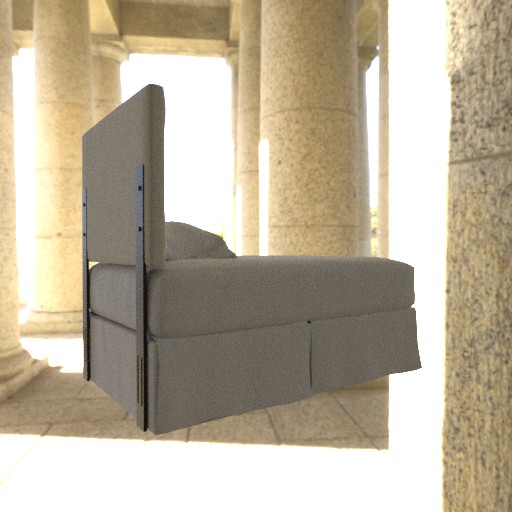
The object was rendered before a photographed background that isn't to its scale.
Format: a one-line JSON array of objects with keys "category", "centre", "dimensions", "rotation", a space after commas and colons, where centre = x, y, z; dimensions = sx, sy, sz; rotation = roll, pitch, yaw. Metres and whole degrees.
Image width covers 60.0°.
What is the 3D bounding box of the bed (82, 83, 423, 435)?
[{"category": "bed", "centre": [0.000, 0.000, 2.986], "dimensions": [1.997, 1.571, 1.261], "rotation": [-1, 1, -36]}]
